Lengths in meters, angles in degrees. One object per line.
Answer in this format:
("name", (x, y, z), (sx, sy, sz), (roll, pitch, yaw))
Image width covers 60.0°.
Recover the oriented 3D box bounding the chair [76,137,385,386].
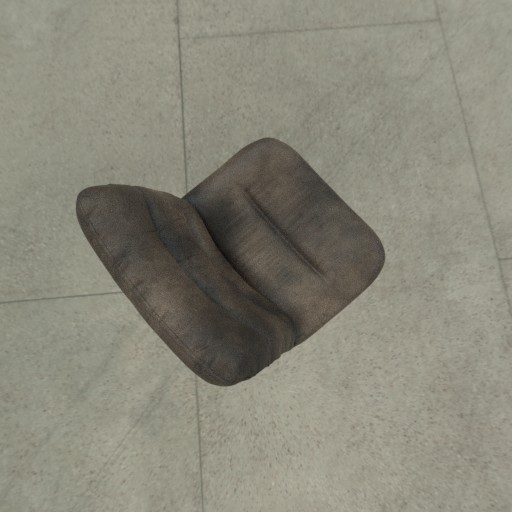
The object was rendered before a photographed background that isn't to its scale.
("chair", (0.000, 0.000, 1.272), (0.622, 0.870, 0.549), (-39, 78, -10))
